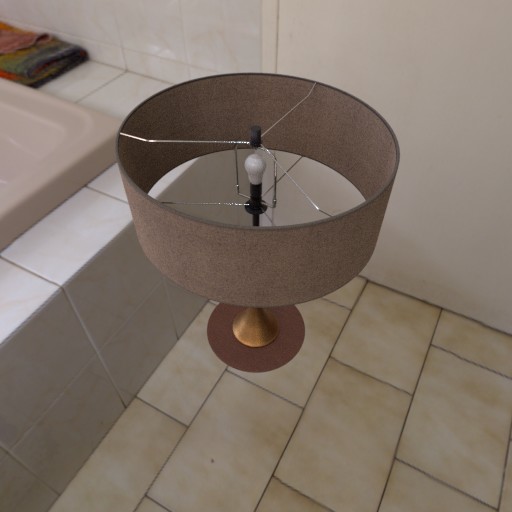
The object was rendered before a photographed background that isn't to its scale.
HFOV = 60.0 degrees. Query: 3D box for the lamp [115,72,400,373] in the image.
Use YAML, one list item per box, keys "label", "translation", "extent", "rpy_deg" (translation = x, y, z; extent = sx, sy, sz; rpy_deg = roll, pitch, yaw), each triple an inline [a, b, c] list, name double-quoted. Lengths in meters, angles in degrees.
- label: "lamp"
  translation: [0.000, 0.000, 0.848]
  extent: [0.417, 0.551, 0.396]
  rpy_deg: [24, 52, 20]
